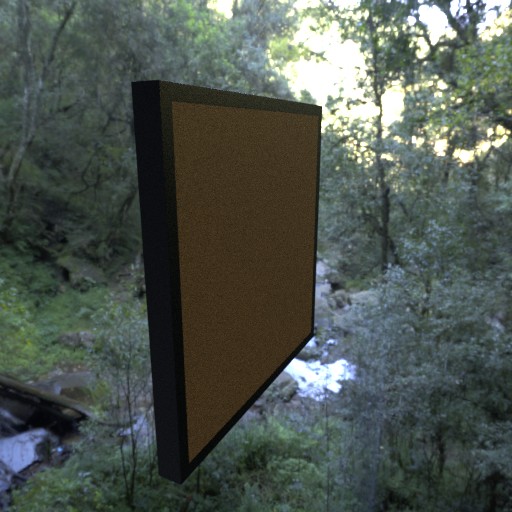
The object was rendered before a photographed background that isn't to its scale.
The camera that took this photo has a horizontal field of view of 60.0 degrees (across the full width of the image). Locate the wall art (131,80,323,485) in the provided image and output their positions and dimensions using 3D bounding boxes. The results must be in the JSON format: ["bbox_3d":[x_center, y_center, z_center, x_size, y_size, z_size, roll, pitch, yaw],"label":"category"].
[{"bbox_3d":[0.000,0.000,0.751,0.038,0.508,0.508,8,17,26],"label":"wall art"}]
